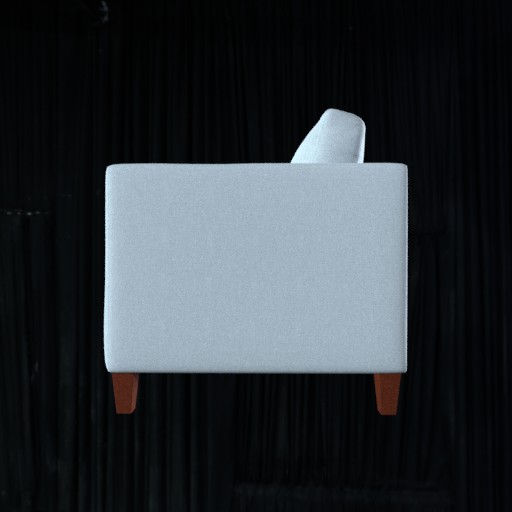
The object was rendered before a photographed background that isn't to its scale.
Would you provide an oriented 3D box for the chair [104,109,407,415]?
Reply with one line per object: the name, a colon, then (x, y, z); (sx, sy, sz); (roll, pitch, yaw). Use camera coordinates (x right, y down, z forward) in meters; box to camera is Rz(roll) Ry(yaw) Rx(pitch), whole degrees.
chair: (0.000, 0.000, 1.861); (0.953, 0.961, 1.107); (0, 1, 1)
